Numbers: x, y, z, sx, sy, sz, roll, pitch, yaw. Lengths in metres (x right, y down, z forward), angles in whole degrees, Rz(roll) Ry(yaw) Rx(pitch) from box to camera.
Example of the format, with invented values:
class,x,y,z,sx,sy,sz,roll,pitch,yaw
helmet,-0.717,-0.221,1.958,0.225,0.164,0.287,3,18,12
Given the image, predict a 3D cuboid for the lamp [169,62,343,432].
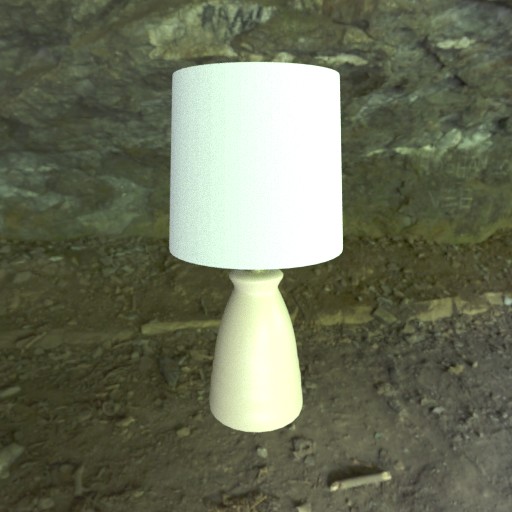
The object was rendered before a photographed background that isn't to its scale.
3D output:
class,x,y,z,sx,sy,sz,roll,pitch,yaw
lamp,0.000,0.000,0.488,0.186,0.369,0.186,0,14,0
